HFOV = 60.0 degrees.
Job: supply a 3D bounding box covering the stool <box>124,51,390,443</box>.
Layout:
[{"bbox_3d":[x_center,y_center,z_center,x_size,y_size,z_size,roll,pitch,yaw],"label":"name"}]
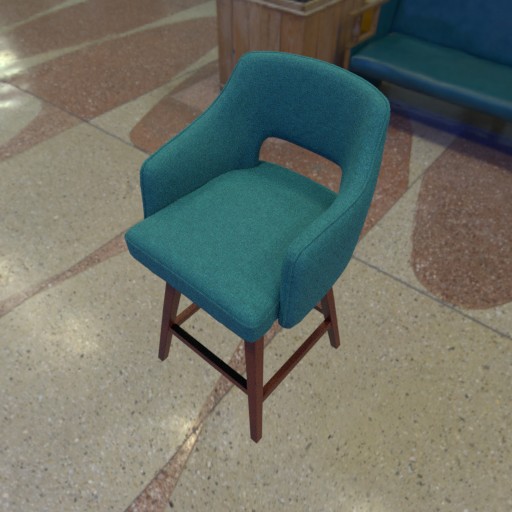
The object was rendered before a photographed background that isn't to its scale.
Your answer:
[{"bbox_3d":[0.000,0.000,1.296,0.548,0.961,0.556,32,54,27],"label":"stool"}]
